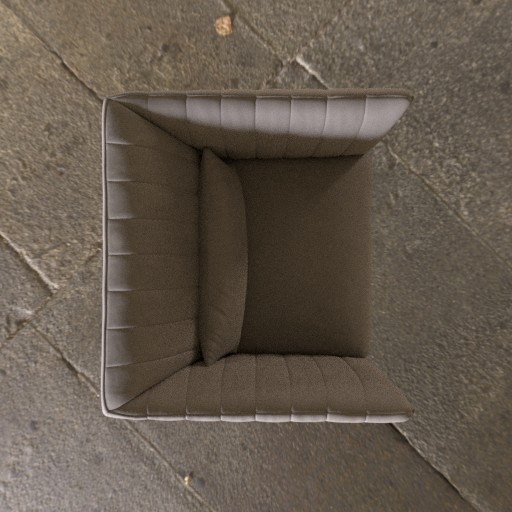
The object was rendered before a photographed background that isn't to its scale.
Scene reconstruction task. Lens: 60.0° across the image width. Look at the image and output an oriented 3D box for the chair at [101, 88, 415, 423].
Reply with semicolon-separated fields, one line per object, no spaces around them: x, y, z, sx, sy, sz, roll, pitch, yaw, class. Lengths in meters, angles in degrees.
0.000;0.000;1.582;0.873;0.779;0.981;0;89;0;chair
